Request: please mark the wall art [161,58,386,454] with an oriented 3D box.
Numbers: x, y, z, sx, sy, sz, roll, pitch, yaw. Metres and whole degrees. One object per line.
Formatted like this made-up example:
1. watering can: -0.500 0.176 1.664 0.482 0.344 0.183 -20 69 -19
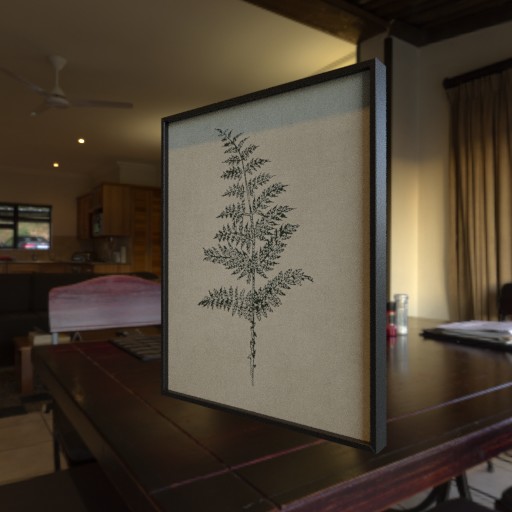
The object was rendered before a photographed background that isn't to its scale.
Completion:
1. wall art: 0.000 0.000 0.769 0.449 0.555 0.039 0 0 37
